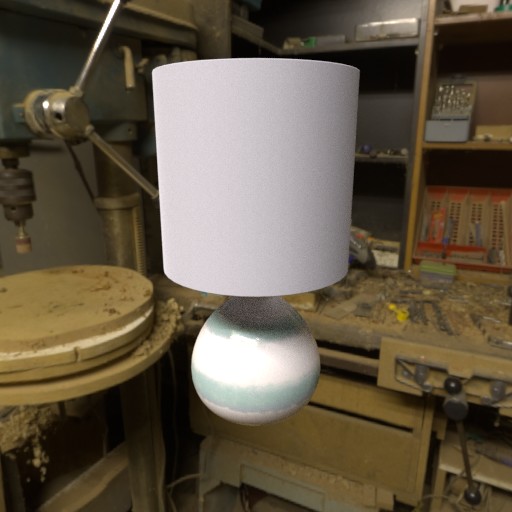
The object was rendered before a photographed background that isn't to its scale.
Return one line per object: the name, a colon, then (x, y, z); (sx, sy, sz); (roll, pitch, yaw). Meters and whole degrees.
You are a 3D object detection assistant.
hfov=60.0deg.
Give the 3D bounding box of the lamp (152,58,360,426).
lamp: (0.000, 0.000, 0.528); (0.217, 0.404, 0.217); (8, 18, 25)
